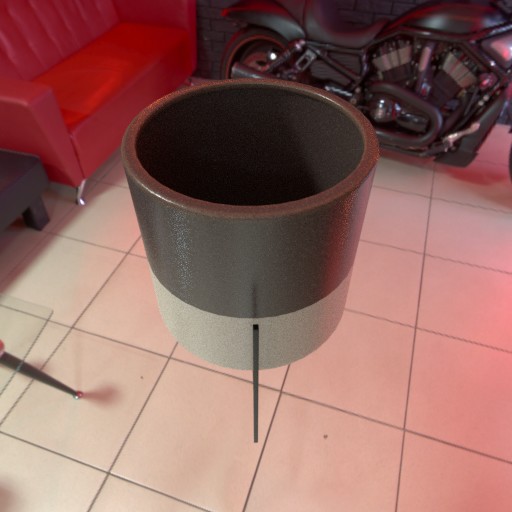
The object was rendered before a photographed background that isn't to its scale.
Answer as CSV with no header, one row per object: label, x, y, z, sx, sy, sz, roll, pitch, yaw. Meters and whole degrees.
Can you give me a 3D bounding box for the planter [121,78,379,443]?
planter,0.000,0.000,0.540,0.260,0.353,0.250,-30,53,-26
